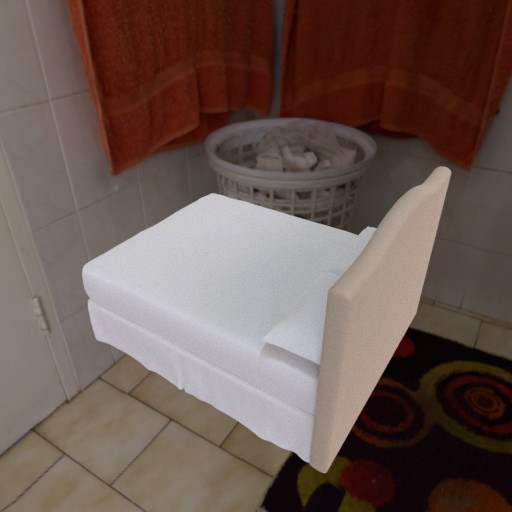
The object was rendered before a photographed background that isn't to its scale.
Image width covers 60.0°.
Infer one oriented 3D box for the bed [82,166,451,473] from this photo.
[{"bbox_3d":[0.000,0.000,3.166,2.052,1.398,1.678,20,37,28],"label":"bed"}]
